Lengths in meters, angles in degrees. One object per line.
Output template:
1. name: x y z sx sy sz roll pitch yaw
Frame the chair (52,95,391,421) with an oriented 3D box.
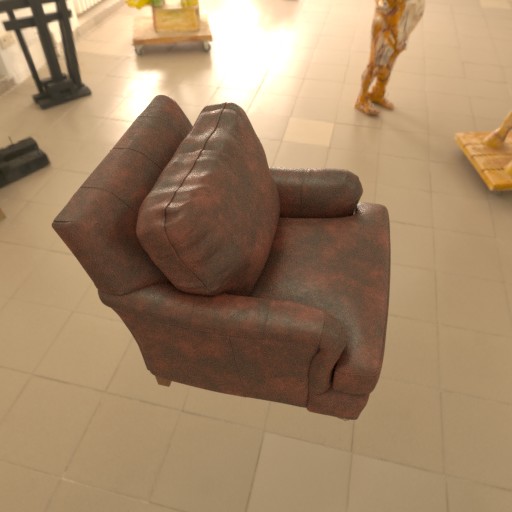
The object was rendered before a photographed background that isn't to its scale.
1. chair: 0.000 0.000 1.939 1.156 1.051 0.987 10 47 9
